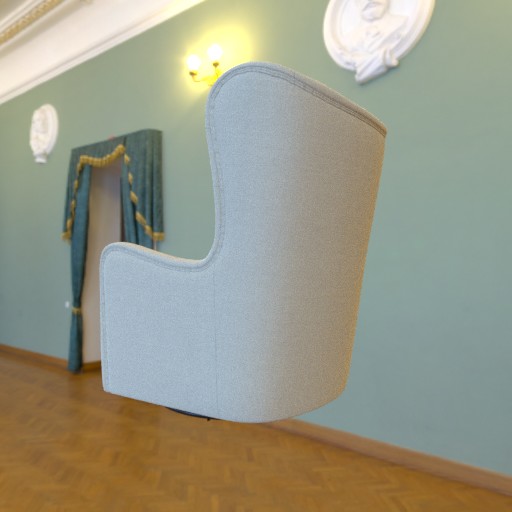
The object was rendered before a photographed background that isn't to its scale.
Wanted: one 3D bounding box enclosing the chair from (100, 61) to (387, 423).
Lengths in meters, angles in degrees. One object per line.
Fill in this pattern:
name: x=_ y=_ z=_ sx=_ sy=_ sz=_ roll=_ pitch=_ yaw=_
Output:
chair: x=0.000 y=0.000 z=1.704 sx=0.929 sy=1.079 sz=0.831 roll=-1 pitch=-1 yaw=37
